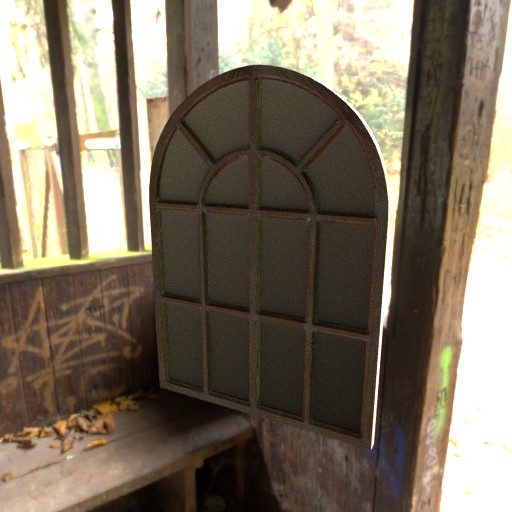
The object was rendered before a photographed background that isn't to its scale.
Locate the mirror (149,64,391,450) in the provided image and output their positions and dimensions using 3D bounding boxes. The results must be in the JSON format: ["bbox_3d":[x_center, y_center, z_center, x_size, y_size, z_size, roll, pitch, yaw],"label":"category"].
[{"bbox_3d":[0.000,0.000,1.152,0.660,0.920,0.032,7,16,26],"label":"mirror"}]
